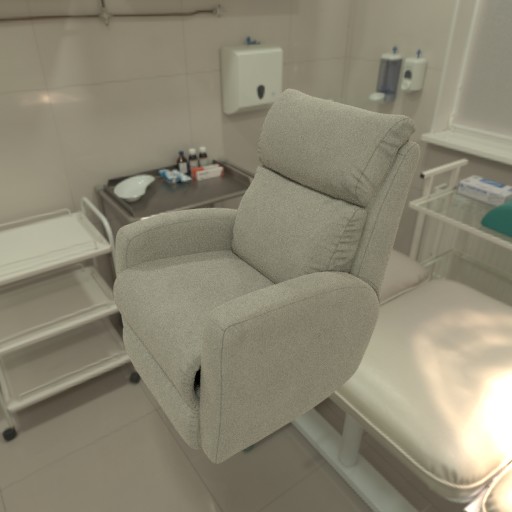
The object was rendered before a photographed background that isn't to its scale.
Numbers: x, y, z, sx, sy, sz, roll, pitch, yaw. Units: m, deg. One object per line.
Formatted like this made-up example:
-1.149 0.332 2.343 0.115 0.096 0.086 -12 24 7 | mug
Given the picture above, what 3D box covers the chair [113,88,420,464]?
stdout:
0.000 0.000 1.637 0.940 1.021 0.794 -21 37 -30 | chair
